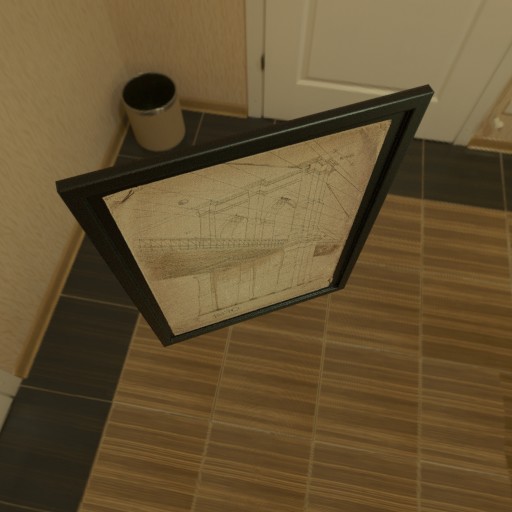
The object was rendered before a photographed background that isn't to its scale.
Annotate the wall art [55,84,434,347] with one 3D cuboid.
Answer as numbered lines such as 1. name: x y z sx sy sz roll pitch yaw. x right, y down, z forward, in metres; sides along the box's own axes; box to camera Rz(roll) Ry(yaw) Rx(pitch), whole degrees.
1. wall art: 0.000 0.000 0.832 0.480 0.657 0.016 -17 64 -8
